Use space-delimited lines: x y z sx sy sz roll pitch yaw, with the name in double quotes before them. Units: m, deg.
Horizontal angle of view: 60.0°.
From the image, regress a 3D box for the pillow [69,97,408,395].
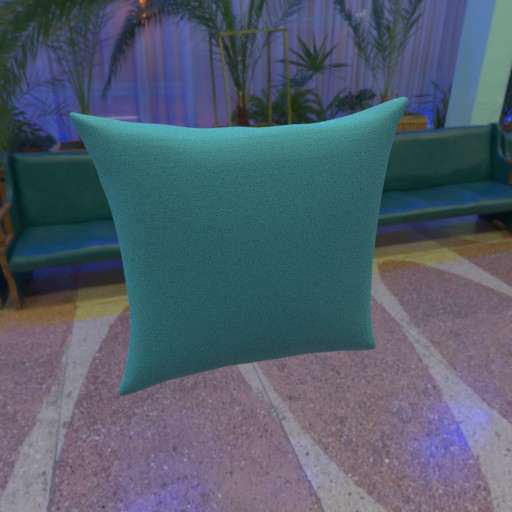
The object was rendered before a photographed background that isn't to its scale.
"pillow" 0.000 0.000 0.754 0.514 0.497 0.150 -7 27 -14
